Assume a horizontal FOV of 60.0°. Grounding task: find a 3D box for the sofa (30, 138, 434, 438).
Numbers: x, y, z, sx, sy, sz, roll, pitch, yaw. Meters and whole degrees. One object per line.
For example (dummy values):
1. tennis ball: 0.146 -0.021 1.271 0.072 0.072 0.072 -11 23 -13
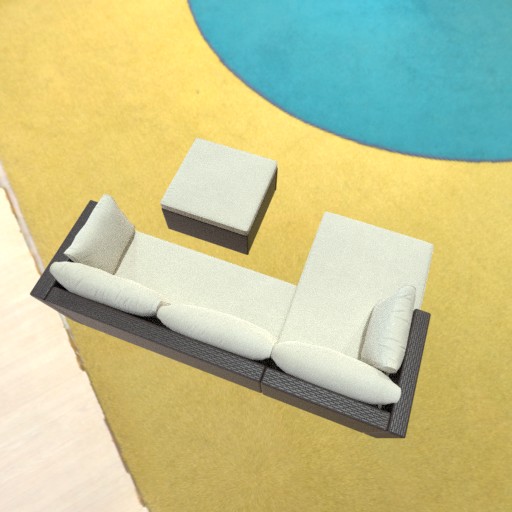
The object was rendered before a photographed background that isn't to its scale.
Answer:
1. sofa: 0.000 0.000 2.931 2.192 0.766 1.612 19 65 9
